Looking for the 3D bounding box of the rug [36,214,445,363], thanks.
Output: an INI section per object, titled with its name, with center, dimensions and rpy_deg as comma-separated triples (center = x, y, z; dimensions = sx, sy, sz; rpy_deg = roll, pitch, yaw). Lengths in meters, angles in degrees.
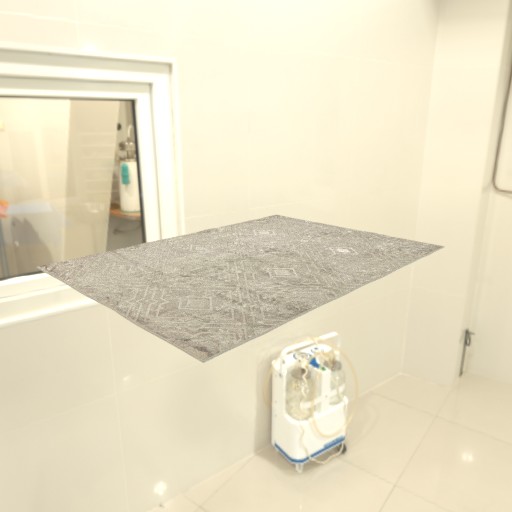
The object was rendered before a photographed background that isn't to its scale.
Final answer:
[rug]
center = 0.000, 0.000, 4.453
dimensions = 2.448, 0.020, 3.359
rpy_deg = 16, 23, 42
